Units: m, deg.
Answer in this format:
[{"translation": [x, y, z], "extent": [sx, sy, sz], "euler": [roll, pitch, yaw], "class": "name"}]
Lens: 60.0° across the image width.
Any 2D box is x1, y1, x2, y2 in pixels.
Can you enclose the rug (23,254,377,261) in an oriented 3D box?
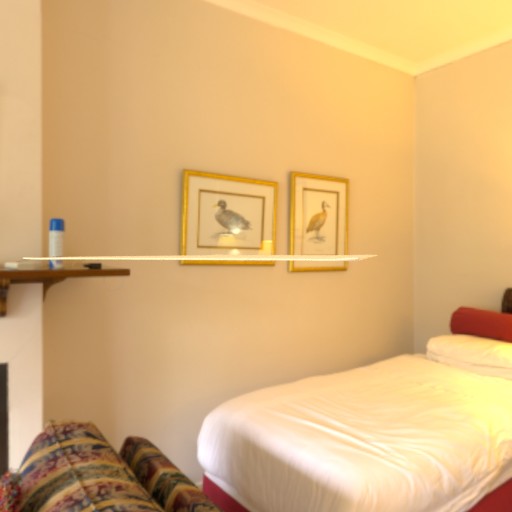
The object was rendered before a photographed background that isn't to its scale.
[{"translation": [0.000, 0.000, 2.973], "extent": [1.518, 0.023, 2.434], "euler": [0, 0, 17], "class": "rug"}]
